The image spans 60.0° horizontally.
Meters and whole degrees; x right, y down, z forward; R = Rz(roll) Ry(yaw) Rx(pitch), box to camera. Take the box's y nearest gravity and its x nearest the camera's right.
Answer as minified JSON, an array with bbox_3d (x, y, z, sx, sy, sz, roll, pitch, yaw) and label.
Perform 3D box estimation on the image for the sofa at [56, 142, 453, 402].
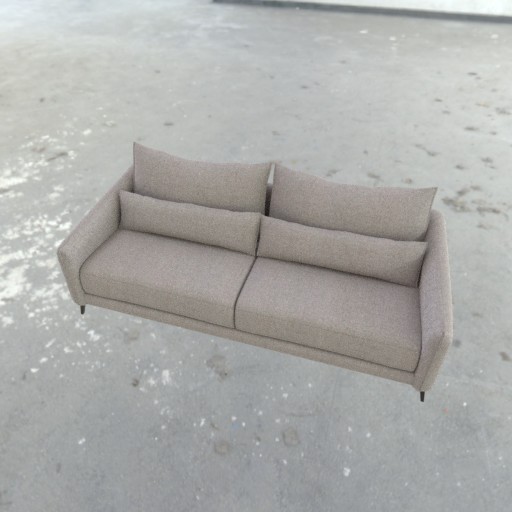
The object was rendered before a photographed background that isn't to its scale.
[{"bbox_3d":[0.000,0.000,2.443,2.022,0.833,0.809,11,41,13],"label":"sofa"}]
